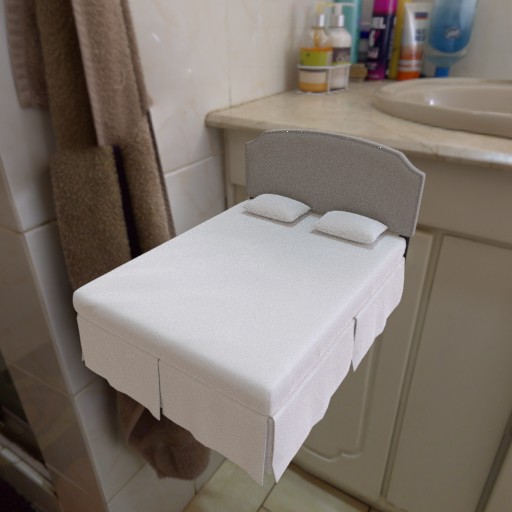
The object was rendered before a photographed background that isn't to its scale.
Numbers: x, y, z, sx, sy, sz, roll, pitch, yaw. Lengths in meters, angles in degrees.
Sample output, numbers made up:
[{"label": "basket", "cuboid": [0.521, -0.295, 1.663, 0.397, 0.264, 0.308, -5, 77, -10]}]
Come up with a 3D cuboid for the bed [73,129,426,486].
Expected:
[{"label": "bed", "cuboid": [0.000, 0.000, 2.974, 1.558, 1.270, 1.999, 18, 34, 30]}]
